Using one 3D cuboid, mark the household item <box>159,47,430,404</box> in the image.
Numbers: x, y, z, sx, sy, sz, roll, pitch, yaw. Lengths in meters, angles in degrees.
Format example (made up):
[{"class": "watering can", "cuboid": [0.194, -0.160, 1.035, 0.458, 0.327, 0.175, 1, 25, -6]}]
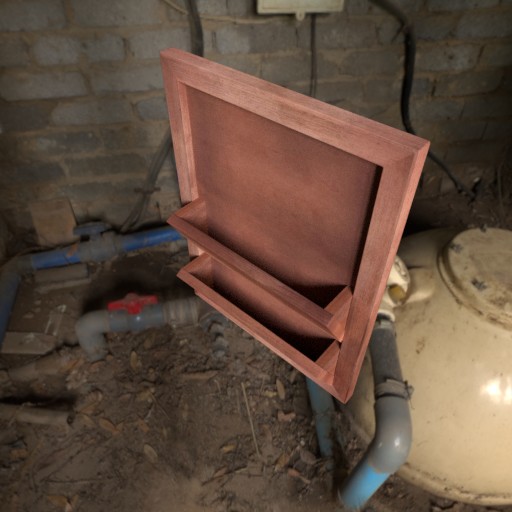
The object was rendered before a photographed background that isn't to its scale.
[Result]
[{"class": "household item", "cuboid": [0.000, 0.000, 0.548, 0.310, 0.407, 0.067, 32, 53, 28]}]
